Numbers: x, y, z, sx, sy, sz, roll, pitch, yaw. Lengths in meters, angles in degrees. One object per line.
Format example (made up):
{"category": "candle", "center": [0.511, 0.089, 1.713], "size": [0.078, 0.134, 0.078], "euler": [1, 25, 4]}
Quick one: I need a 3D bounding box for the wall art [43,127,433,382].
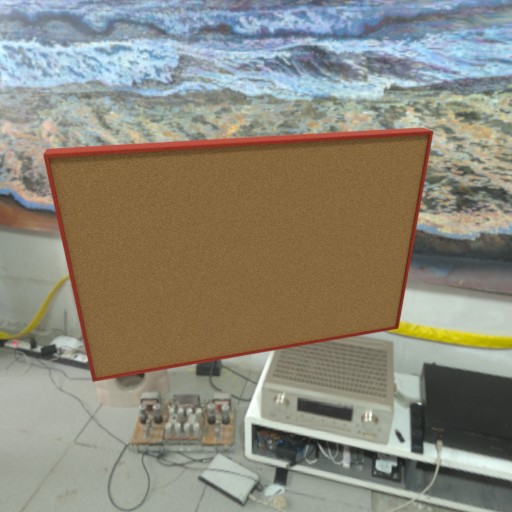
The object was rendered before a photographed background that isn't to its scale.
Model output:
{"category": "wall art", "center": [0.000, 0.000, 0.776], "size": [0.607, 0.405, 0.033], "euler": [-7, 28, -13]}
